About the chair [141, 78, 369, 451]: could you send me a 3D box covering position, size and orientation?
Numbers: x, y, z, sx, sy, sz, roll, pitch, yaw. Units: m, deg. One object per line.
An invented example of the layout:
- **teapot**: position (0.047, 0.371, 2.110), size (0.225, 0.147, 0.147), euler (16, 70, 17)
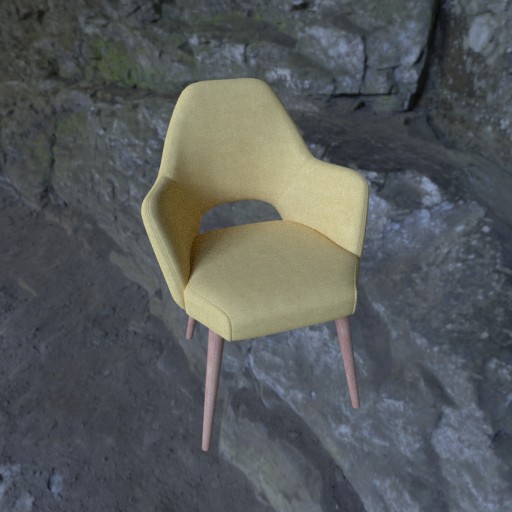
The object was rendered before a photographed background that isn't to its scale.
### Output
- **chair**: position (0.000, 0.000, 1.260), size (0.590, 0.840, 0.610), euler (-10, 35, -15)
